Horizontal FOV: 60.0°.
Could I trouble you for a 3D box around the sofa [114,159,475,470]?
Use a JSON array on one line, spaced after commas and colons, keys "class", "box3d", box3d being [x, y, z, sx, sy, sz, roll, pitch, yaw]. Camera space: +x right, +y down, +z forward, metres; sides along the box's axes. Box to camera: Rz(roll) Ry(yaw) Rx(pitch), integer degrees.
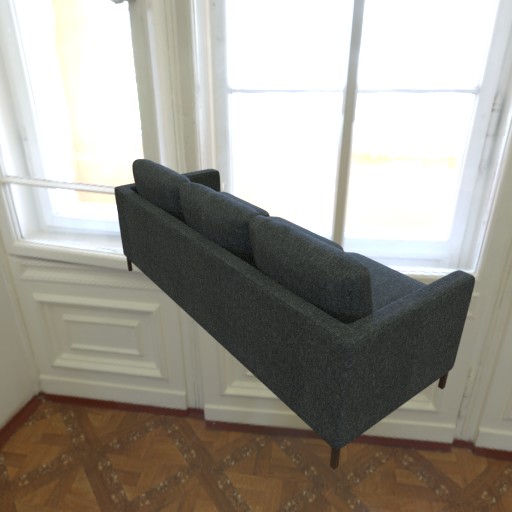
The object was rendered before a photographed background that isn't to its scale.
[{"class": "sofa", "box3d": [0.000, 0.000, 2.643, 0.859, 0.874, 2.218, -19, 32, -32]}]
